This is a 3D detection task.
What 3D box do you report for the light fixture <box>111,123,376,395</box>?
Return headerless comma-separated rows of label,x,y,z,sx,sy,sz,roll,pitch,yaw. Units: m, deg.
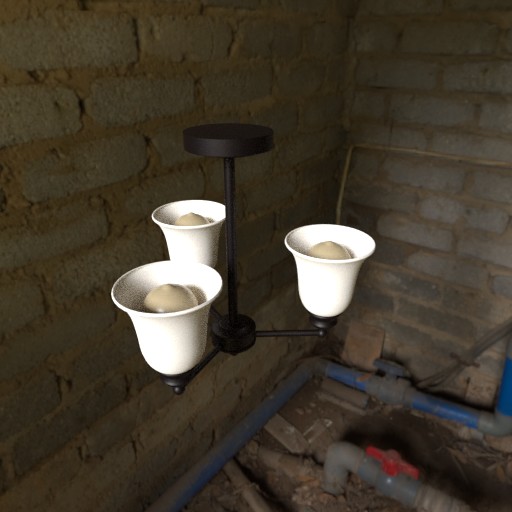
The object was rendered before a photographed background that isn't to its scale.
light fixture,0.000,0.000,0.669,0.354,0.370,0.388,-1,26,-1
